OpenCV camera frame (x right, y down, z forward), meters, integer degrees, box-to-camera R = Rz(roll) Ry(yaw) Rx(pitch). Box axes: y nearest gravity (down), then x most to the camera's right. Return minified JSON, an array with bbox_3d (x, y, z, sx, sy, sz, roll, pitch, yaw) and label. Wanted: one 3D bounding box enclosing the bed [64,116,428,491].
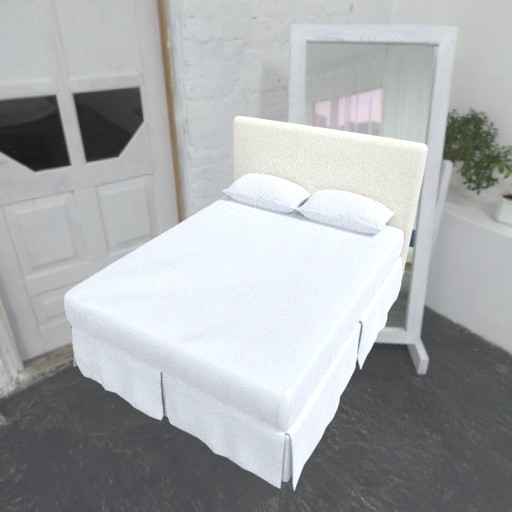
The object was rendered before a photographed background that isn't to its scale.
[{"bbox_3d":[0.000,0.000,3.111,1.713,1.330,2.142,17,35,26],"label":"bed"}]
